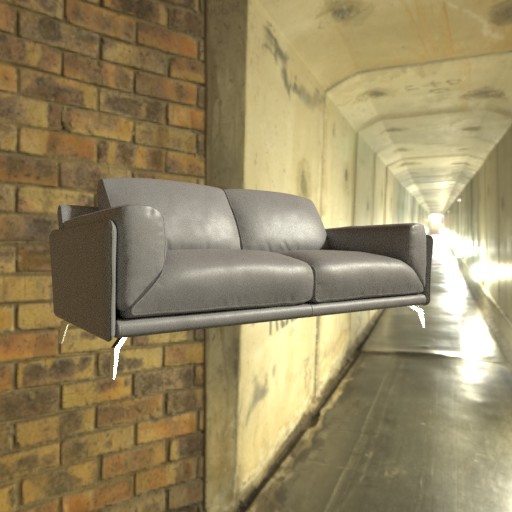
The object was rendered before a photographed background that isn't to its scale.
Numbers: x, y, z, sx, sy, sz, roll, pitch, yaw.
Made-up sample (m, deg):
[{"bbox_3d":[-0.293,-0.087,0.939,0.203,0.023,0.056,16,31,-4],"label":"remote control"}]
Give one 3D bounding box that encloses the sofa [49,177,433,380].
[{"bbox_3d":[0.000,0.000,2.645,2.101,0.930,1.049,0,0,-36],"label":"sofa"}]
